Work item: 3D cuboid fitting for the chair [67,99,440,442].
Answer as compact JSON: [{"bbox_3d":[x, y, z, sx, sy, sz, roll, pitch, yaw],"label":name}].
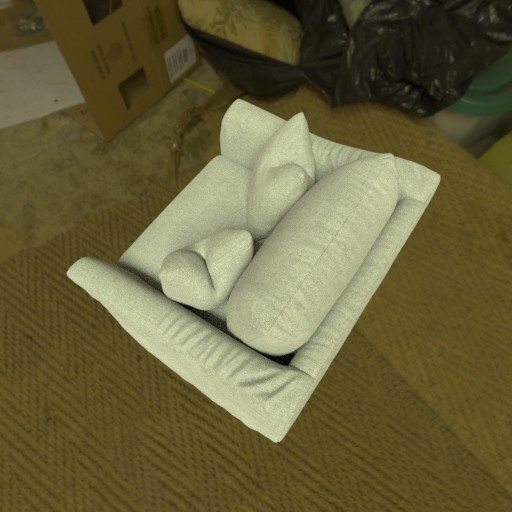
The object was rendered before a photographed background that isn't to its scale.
[{"bbox_3d":[0.000,0.000,2.043,1.071,1.059,1.194,32,67,15],"label":"chair"}]
